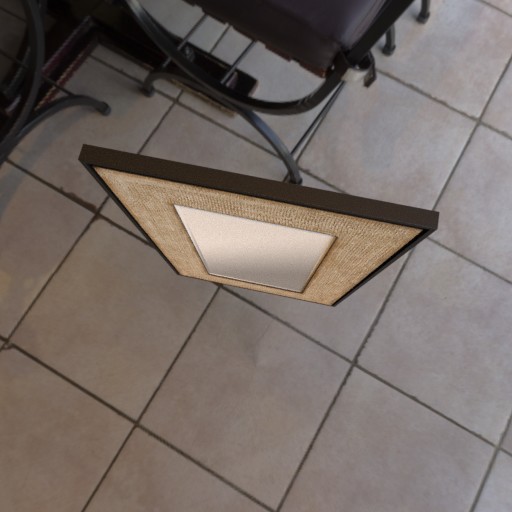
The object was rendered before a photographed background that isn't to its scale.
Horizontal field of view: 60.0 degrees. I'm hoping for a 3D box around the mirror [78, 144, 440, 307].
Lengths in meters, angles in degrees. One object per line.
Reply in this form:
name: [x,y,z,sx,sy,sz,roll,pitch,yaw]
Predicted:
mirror: [0.000,0.000,1.515,0.762,1.219,0.038,11,76,3]
